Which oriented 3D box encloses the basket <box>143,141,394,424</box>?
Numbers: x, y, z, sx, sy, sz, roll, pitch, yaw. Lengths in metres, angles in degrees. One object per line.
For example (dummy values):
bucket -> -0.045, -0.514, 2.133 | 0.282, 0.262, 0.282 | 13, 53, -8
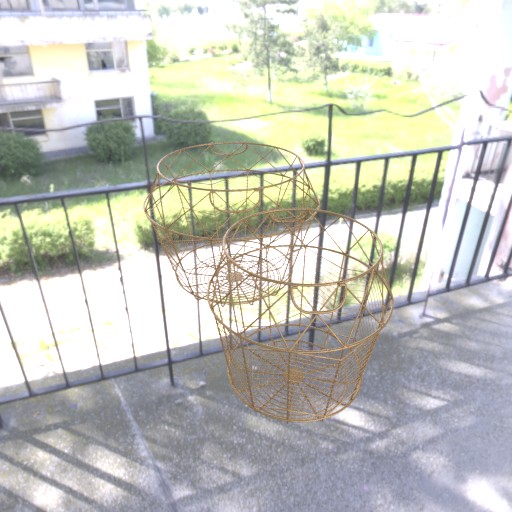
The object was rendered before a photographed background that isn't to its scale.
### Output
basket -> 0.000, 0.000, 1.043 | 0.451, 0.343, 0.805 | -11, 32, -17
